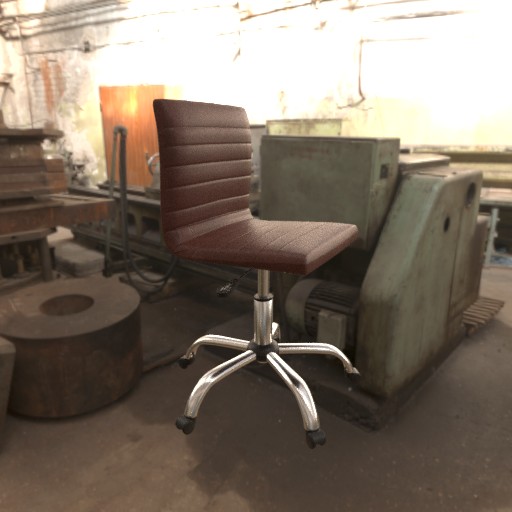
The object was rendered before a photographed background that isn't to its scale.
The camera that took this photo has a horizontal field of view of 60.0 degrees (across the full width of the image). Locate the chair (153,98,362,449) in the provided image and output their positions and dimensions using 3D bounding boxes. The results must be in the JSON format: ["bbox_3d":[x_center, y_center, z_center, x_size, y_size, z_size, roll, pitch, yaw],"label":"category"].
[{"bbox_3d":[0.000,0.000,1.173,0.530,0.780,0.556,8,17,27],"label":"chair"}]
